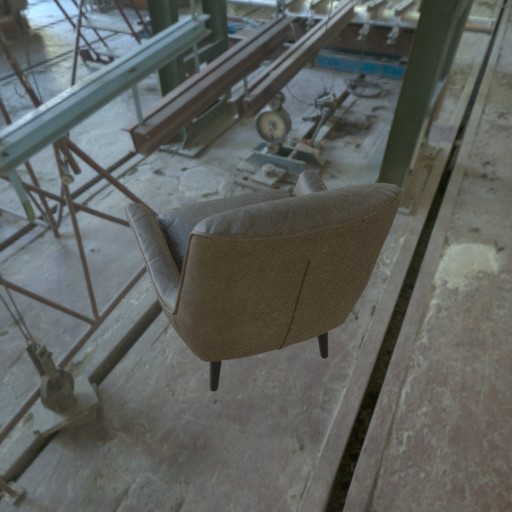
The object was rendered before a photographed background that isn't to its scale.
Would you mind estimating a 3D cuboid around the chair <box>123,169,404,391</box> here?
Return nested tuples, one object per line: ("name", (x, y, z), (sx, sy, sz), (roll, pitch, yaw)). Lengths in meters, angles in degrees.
("chair", (0.000, 0.000, 1.500), (0.787, 0.888, 0.824), (-13, 44, -14))
